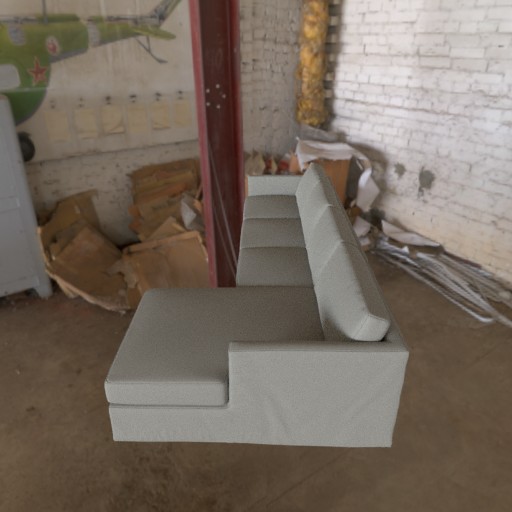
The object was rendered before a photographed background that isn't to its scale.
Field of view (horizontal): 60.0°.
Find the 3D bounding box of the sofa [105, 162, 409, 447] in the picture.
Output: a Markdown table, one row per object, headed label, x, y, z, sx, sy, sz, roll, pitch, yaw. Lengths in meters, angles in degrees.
| label | x | y | z | sx | sy | sz | roll | pitch | yaw |
| --- | --- | --- | --- | --- | --- | --- | --- | --- | --- |
| sofa | 0.000 | 0.000 | 3.769 | 1.622 | 0.867 | 3.177 | 0 | 27 | 1 |
